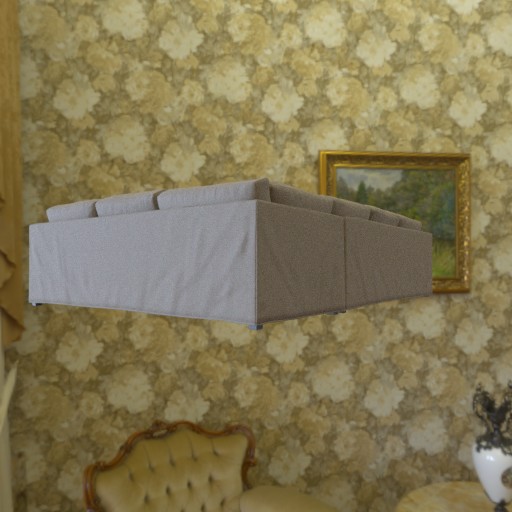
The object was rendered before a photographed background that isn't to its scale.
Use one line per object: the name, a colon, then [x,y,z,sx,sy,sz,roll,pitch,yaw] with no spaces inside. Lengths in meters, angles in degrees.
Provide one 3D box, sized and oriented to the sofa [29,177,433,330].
sofa: [0.000,0.000,4.276,2.432,0.871,3.182,-1,-1,37]
